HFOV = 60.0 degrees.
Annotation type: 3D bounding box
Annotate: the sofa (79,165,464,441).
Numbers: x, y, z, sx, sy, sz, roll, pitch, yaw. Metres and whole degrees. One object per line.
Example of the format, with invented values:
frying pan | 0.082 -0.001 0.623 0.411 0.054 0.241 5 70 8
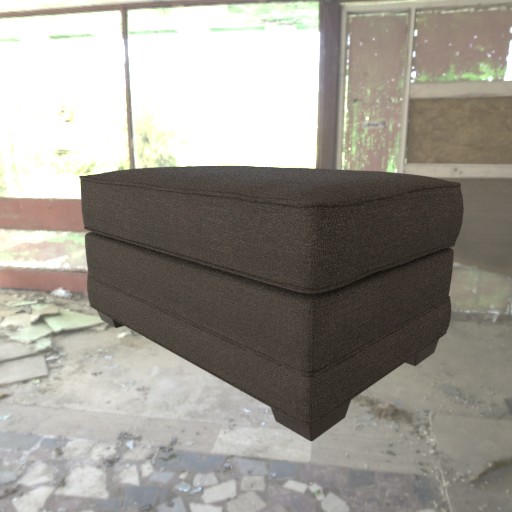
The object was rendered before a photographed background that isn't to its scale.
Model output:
sofa | 0.000 0.000 1.178 0.578 0.457 0.854 -13 19 -43
